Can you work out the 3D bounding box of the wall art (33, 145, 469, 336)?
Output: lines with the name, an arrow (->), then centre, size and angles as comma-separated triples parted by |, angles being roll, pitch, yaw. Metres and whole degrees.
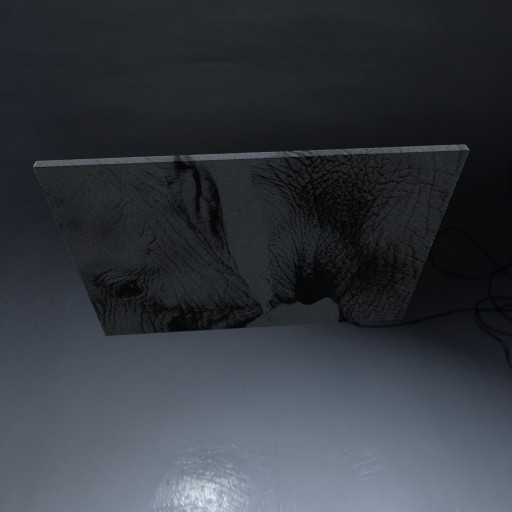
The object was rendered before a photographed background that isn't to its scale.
wall art -> 0.000, 0.000, 1.152 | 0.914, 0.607, 0.023 | -3, 46, -3
